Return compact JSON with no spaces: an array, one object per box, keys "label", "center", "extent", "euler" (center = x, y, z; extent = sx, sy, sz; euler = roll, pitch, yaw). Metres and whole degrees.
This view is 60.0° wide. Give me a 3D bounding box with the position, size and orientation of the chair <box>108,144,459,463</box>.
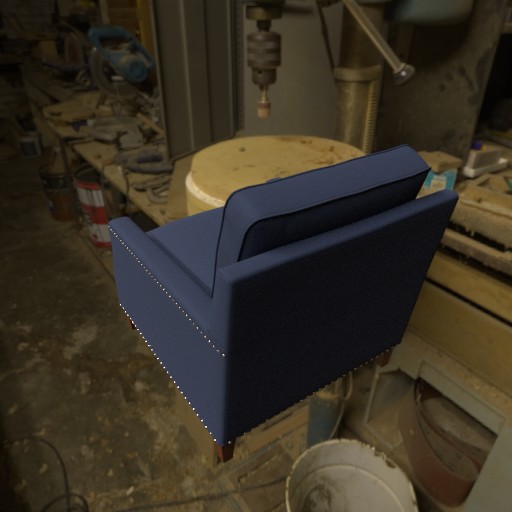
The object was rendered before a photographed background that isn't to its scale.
[{"label":"chair","center":[0.000,0.000,1.692],"extent":[0.853,0.943,1.014],"euler":[-20,36,-29]}]
